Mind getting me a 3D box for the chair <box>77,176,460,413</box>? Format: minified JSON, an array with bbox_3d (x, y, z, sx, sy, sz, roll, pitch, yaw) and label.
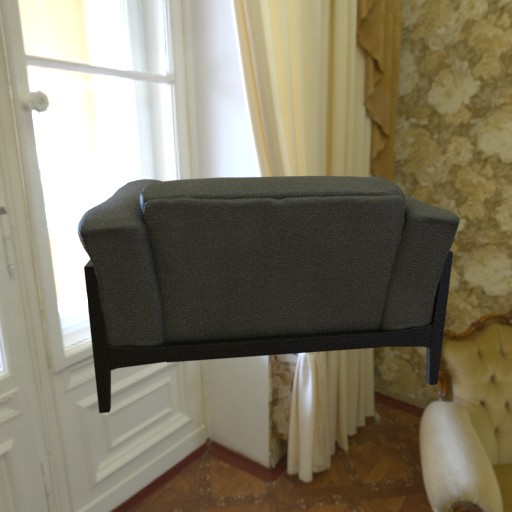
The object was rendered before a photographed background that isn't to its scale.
[{"bbox_3d":[0.000,0.000,1.672,1.056,0.646,0.969,-2,15,-8],"label":"chair"}]
